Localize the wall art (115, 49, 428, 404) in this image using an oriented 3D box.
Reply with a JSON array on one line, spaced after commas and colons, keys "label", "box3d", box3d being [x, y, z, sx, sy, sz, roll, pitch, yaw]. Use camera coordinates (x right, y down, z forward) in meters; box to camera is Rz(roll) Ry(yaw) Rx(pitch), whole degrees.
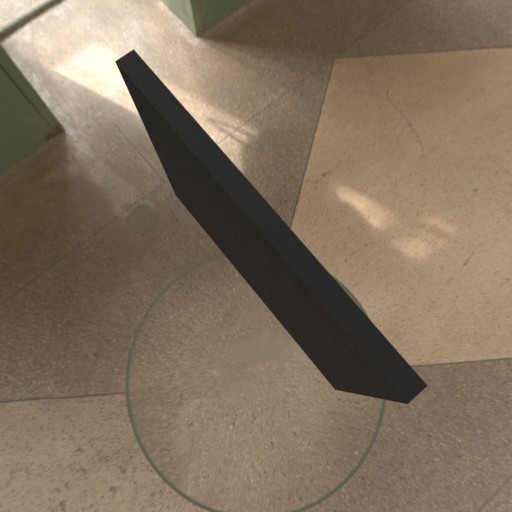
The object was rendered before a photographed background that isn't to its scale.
[{"label": "wall art", "box3d": [0.000, 0.000, 0.757, 0.031, 0.457, 0.558, -38, 78, -9]}]
